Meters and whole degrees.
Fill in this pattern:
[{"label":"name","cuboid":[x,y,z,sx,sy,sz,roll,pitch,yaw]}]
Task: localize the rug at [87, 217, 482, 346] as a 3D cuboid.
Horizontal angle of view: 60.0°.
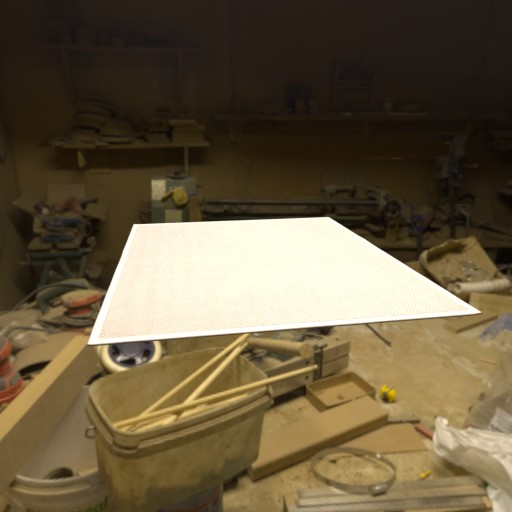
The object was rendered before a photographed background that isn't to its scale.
[{"label":"rug","cuboid":[0.000,0.000,4.044,2.423,0.019,3.009,-3,17,-10]}]
